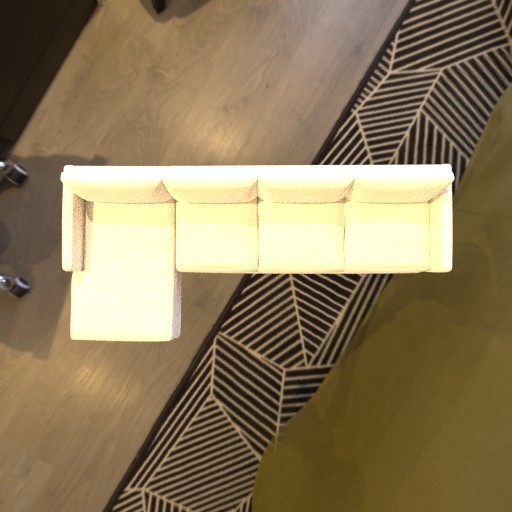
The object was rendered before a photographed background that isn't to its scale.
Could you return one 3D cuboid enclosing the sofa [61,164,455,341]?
[{"bbox_3d":[0.000,0.000,3.757,3.186,0.875,1.467,0,89,1],"label":"sofa"}]
